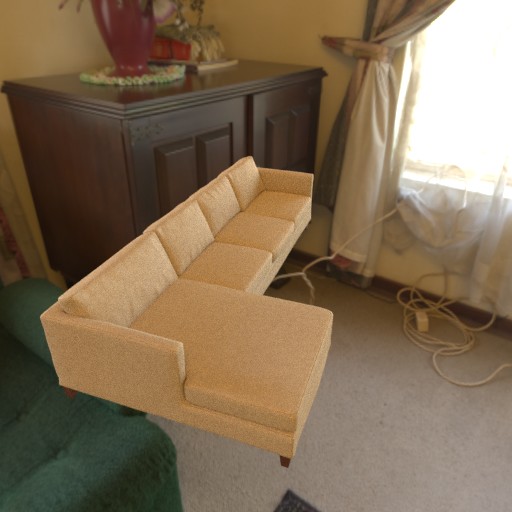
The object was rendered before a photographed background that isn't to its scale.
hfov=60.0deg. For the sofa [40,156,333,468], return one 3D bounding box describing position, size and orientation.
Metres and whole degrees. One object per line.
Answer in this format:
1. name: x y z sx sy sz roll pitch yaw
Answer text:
1. sofa: 0.000 0.000 3.831 1.625 0.846 3.186 10 30 17
